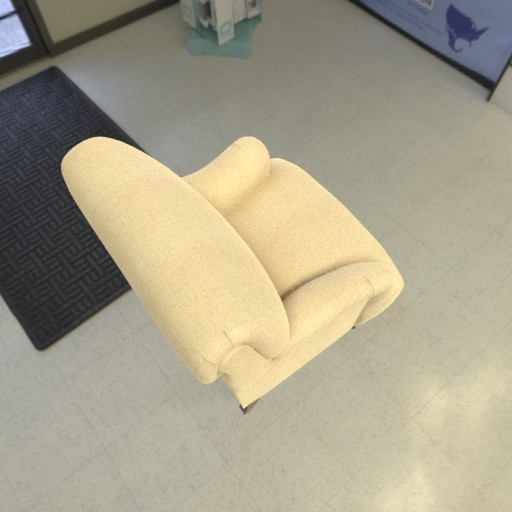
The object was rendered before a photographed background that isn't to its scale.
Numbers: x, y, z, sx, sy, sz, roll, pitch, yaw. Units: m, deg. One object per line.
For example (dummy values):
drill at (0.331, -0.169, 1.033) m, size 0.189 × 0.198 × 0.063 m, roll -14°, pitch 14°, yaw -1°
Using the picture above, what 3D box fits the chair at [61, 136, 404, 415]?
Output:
chair at (0.000, 0.000, 1.534) m, size 0.842 × 0.944 × 0.766 m, roll -32°, pitch 64°, yaw -18°
